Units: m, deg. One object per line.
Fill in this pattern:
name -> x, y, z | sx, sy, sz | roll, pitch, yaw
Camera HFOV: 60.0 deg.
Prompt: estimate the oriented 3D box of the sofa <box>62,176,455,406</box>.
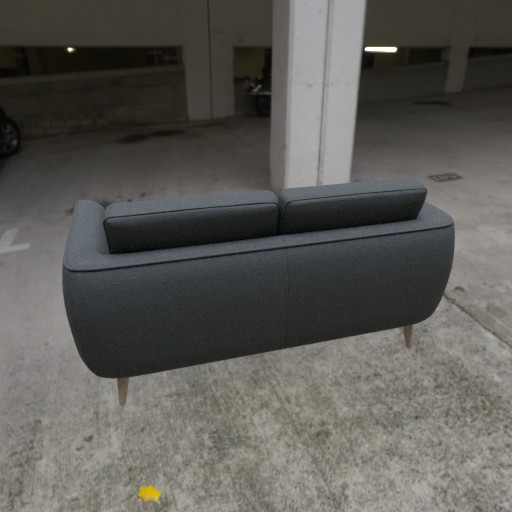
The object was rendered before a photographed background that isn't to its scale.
sofa -> 0.000, 0.000, 2.190 | 1.700, 0.850, 0.920 | -7, 27, -15
